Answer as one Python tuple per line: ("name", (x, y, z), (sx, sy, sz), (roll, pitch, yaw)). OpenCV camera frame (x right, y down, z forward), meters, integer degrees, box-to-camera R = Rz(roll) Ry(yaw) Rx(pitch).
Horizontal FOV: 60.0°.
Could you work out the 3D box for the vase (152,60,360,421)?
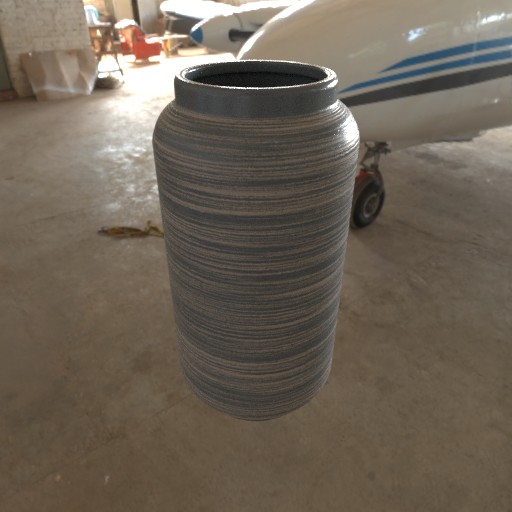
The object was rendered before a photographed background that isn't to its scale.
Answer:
("vase", (0.000, 0.000, 0.296), (0.116, 0.230, 0.116), (0, 32, 0))
